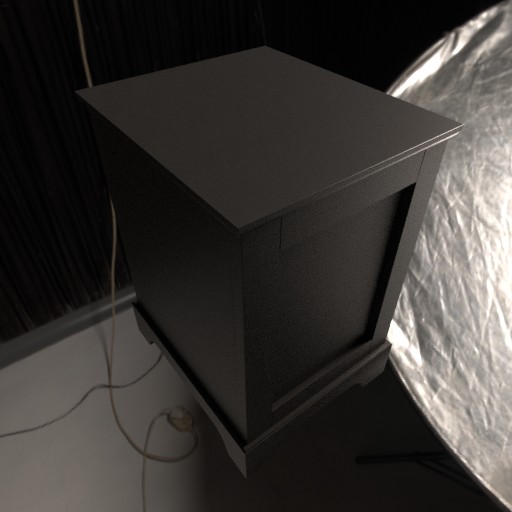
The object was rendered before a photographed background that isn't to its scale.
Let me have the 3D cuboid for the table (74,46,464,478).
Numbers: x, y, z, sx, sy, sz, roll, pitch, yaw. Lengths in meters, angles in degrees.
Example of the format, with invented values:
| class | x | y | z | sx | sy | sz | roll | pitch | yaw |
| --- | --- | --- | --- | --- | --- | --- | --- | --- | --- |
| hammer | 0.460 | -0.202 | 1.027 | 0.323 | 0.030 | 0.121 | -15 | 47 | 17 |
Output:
| class | x | y | z | sx | sy | sz | roll | pitch | yaw |
| --- | --- | --- | --- | --- | --- | --- | --- | --- | --- |
| table | 0.000 | 0.000 | 0.879 | 0.399 | 0.610 | 0.460 | -27 | 48 | -27 |
